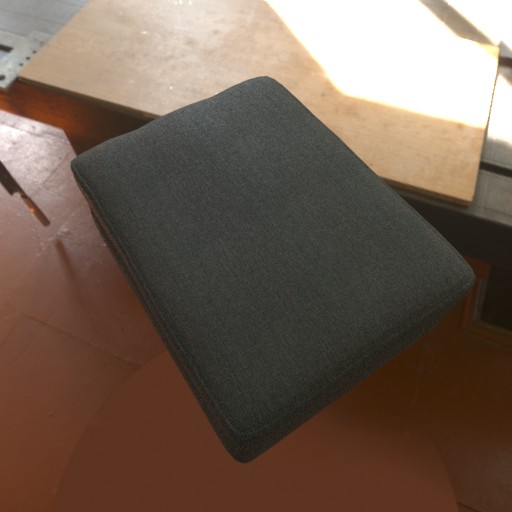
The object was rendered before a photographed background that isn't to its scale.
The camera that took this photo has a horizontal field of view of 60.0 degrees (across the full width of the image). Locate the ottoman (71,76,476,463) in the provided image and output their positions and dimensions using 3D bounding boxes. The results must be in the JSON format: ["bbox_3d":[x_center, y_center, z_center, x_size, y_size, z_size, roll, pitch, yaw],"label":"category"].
[{"bbox_3d":[0.000,0.000,1.186,0.639,0.496,0.826,-30,64,-16],"label":"ottoman"}]
